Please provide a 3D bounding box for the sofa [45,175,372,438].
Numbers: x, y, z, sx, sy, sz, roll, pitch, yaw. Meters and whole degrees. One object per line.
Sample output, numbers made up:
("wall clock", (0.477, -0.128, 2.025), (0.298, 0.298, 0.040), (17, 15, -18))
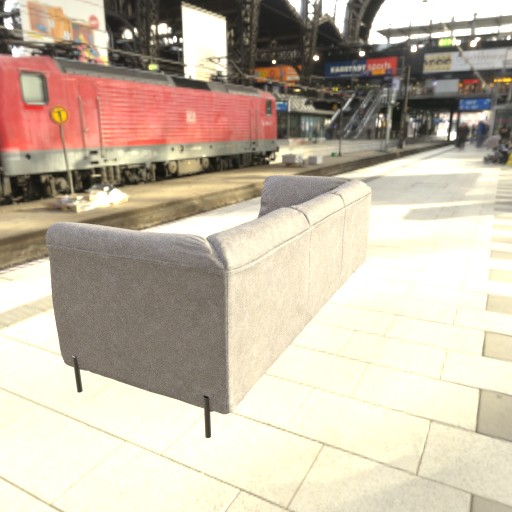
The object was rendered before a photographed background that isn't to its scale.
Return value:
("sofa", (0.000, 0.000, 2.654), (0.899, 0.758, 2.238), (8, 18, 25))
